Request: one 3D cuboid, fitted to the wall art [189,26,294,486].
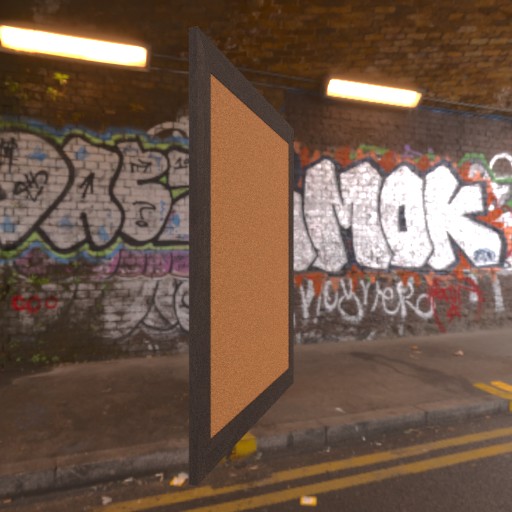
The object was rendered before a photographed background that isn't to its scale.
[{"bbox_3d":[0.000,0.000,0.776,0.013,0.570,0.476,0,0,19],"label":"wall art"}]
